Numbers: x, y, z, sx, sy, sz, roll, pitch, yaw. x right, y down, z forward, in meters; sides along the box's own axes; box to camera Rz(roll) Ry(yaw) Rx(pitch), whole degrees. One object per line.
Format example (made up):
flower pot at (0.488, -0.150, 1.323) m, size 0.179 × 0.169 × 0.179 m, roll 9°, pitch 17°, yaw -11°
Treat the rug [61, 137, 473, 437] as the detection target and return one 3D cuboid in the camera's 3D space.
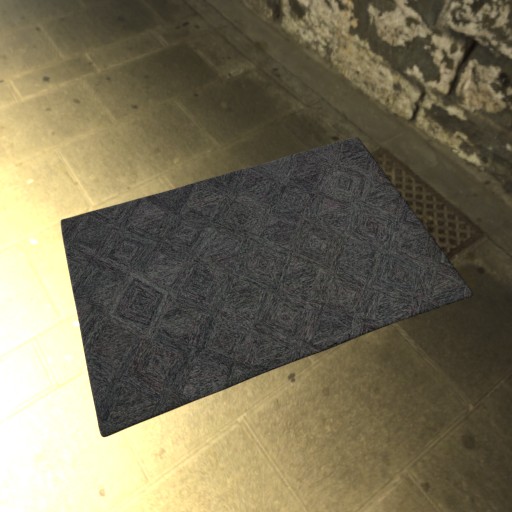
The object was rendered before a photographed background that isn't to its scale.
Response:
rug at (0.000, 0.000, 2.193) m, size 1.752 × 0.013 × 1.158 m, roll -18°, pitch 59°, yaw -11°
